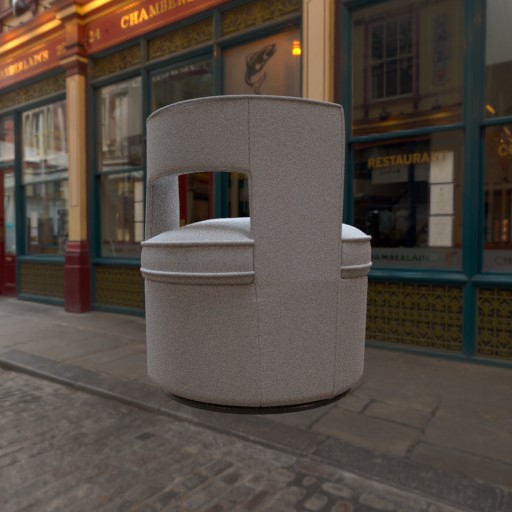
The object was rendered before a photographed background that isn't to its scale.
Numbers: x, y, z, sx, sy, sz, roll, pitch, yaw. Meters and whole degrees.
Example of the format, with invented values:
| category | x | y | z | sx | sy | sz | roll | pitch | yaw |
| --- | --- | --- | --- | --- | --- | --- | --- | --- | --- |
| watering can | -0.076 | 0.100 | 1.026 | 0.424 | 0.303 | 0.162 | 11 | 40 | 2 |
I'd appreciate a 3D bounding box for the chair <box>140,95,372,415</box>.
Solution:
| category | x | y | z | sx | sy | sz | roll | pitch | yaw |
| --- | --- | --- | --- | --- | --- | --- | --- | --- | --- |
| chair | 0.000 | 0.000 | 1.285 | 0.650 | 0.723 | 0.665 | 1 | 1 | 34 |
